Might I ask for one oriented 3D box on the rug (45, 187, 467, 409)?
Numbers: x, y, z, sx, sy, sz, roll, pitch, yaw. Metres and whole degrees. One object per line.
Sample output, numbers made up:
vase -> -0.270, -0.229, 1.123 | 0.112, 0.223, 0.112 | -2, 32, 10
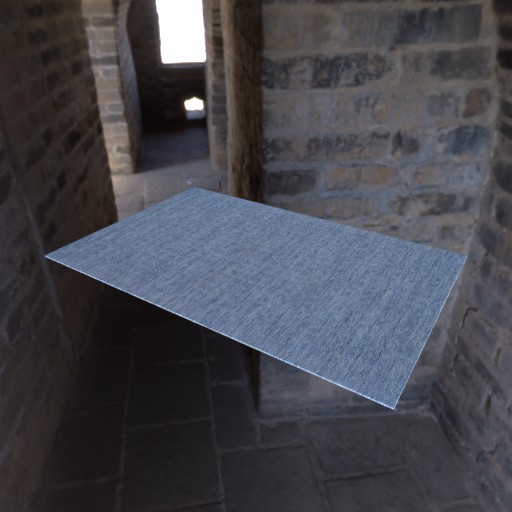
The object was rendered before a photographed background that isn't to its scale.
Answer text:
rug -> 0.000, 0.000, 2.195 | 1.752, 0.006, 1.142 | 18, 34, 28
